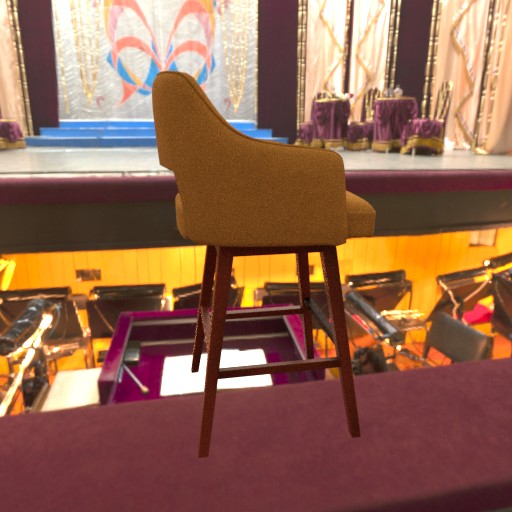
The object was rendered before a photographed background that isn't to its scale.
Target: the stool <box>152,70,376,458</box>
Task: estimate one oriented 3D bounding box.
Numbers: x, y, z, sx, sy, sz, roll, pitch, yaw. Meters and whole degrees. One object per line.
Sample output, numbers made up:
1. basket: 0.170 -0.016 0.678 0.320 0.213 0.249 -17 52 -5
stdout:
1. stool: 0.000 0.000 1.345 0.558 1.012 0.548 -3 17 -10
